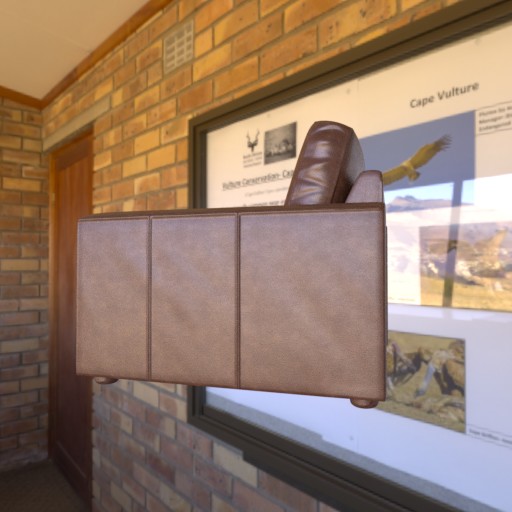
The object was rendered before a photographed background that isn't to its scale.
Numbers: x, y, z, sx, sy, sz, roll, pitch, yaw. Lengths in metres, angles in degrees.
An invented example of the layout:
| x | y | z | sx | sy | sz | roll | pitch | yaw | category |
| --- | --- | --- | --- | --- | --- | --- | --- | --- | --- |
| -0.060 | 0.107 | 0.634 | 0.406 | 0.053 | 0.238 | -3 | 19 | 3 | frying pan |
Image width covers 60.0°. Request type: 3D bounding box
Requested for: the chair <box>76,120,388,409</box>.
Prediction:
| x | y | z | sx | sy | sz | roll | pitch | yaw | category |
| --- | --- | --- | --- | --- | --- | --- | --- | --- | --- |
| 0.000 | 0.000 | 1.792 | 1.016 | 0.873 | 1.005 | 0 | -1 | 17 | chair |
